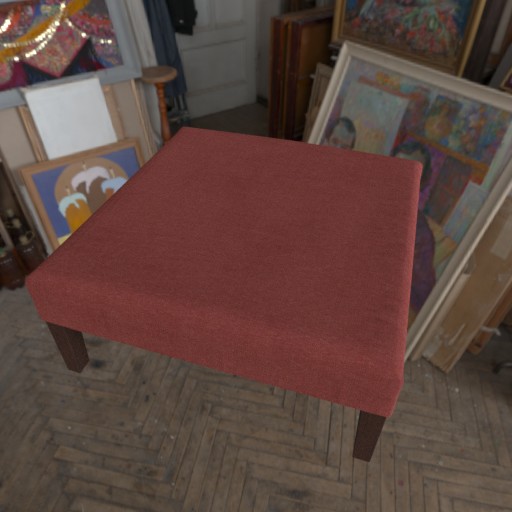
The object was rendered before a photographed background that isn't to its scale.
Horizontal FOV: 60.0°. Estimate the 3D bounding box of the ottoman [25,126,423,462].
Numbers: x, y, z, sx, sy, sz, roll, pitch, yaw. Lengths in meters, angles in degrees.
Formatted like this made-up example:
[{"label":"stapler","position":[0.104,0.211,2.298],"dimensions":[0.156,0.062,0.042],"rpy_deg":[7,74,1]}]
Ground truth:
[{"label":"ottoman","position":[0.000,0.000,1.373],"dimensions":[0.890,0.411,0.889],"rpy_deg":[12,42,14]}]
